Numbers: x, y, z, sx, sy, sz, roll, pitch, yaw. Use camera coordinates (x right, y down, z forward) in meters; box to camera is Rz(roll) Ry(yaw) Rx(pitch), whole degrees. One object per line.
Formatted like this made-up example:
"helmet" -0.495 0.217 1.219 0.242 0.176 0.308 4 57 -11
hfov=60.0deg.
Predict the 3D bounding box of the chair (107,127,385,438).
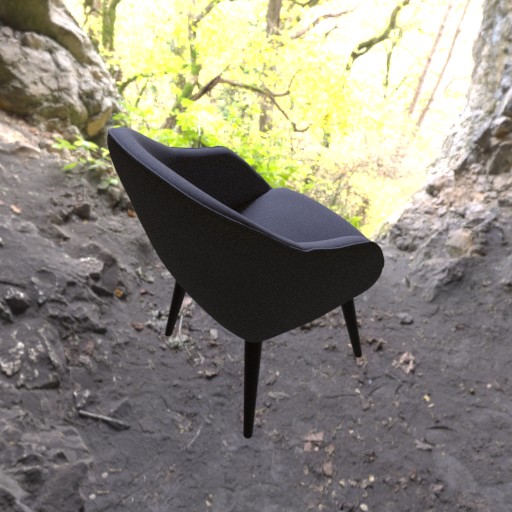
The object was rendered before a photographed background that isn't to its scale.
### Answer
"chair" 0.000 0.000 1.233 0.611 0.810 0.589 -26 47 -28
